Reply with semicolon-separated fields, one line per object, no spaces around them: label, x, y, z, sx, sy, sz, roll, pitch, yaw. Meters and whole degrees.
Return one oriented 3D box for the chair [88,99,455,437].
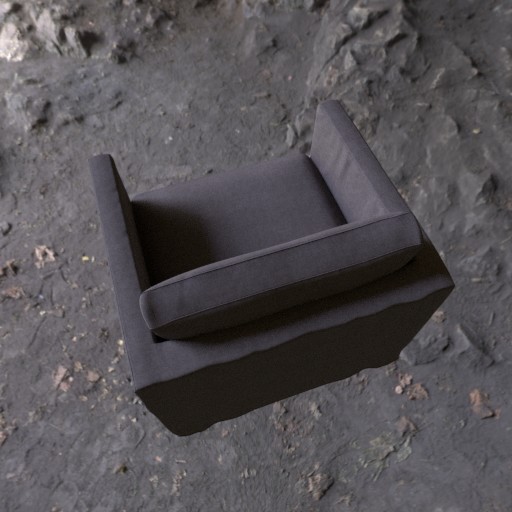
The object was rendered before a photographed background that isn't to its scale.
chair;0.000;0.000;1.741;1.057;0.863;0.949;-16;60;-10
